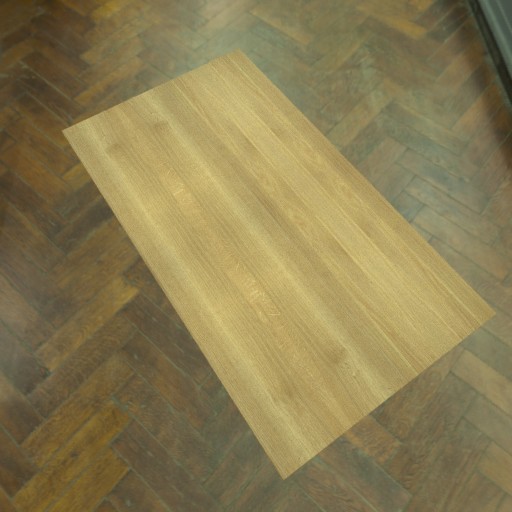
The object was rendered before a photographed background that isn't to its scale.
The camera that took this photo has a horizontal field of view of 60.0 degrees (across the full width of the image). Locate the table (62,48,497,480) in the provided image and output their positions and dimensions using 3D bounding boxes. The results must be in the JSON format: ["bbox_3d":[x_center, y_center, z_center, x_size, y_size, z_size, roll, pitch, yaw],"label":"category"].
[{"bbox_3d":[0.000,0.000,2.032,0.900,0.750,1.600,-31,68,-15],"label":"table"}]
